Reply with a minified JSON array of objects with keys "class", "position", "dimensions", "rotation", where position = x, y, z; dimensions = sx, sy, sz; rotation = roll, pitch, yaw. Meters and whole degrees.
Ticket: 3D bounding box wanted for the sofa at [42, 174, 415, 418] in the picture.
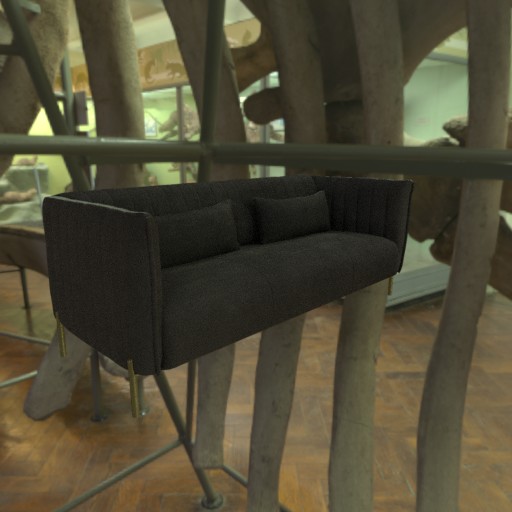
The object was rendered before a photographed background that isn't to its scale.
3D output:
[{"class":"sofa","position":[0.000,0.000,2.445],"dimensions":[0.876,0.780,1.980],"rotation":[14,20,43]}]
